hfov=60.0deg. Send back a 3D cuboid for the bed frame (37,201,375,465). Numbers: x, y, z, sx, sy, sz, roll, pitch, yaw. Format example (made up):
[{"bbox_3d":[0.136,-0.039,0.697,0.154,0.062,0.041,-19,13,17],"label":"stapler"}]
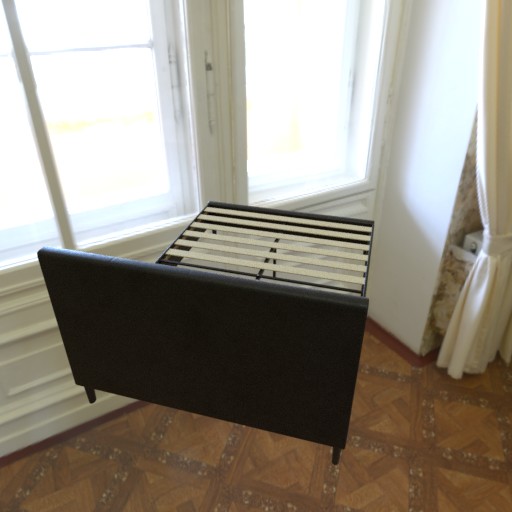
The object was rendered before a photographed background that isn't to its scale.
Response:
[{"bbox_3d":[0.000,0.000,3.268,1.634,1.127,2.318,8,32,14],"label":"bed frame"}]
